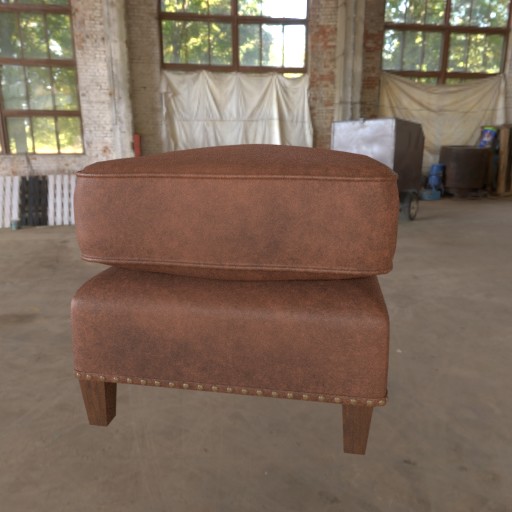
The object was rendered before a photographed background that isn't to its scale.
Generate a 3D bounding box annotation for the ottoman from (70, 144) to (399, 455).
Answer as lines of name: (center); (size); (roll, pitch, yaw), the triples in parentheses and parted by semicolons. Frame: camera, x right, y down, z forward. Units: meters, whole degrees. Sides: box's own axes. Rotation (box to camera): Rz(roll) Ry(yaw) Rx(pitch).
ottoman: (0.000, 0.000, 1.093); (0.589, 0.537, 0.738); (2, 15, 9)
